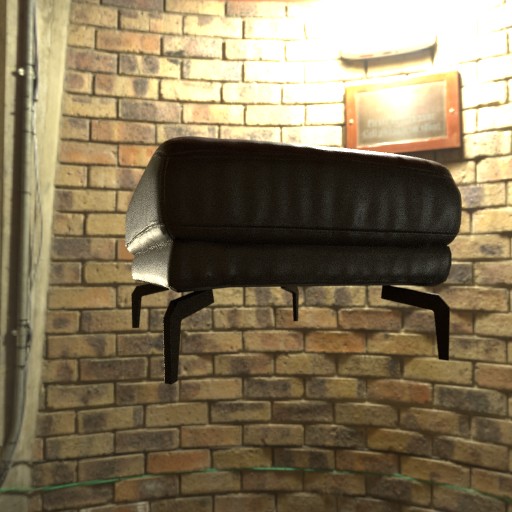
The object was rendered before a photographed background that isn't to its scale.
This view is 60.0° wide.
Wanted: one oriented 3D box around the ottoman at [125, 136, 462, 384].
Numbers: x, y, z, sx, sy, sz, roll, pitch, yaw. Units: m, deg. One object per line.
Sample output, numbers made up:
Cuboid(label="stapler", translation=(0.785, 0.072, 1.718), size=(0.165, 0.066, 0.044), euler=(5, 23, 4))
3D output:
Cuboid(label="ottoman", translation=(0.000, 0.000, 1.058), size=(0.570, 0.402, 0.764), euler=(1, -2, -20))
